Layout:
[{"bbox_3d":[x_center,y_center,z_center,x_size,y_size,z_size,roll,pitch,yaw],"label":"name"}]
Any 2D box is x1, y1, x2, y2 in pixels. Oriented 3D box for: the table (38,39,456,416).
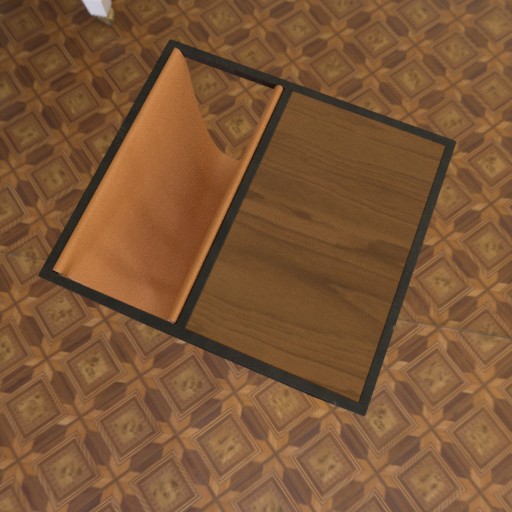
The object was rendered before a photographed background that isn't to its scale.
[{"bbox_3d":[0.000,0.000,0.856,0.450,0.536,0.399,22,76,6],"label":"table"}]
